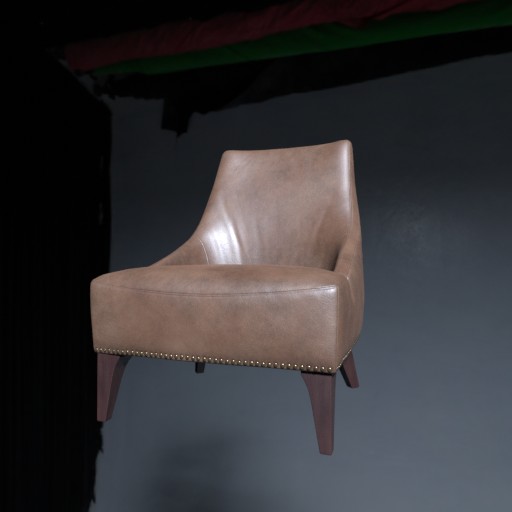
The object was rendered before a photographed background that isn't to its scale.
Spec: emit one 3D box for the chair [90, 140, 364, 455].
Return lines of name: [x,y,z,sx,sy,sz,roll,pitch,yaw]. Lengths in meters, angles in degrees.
chair: [0.000,0.000,1.481,0.701,0.909,0.861,0,-1,20]
